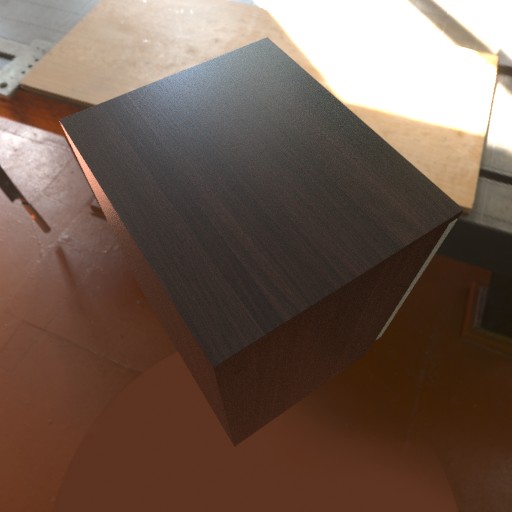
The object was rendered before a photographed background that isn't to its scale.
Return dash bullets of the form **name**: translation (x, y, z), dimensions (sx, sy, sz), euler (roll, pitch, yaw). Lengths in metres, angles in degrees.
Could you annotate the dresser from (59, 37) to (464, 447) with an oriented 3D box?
- **dresser**: translation (0.000, 0.000, 0.751), dimensions (0.360, 0.470, 0.400), euler (-30, 63, -17)
